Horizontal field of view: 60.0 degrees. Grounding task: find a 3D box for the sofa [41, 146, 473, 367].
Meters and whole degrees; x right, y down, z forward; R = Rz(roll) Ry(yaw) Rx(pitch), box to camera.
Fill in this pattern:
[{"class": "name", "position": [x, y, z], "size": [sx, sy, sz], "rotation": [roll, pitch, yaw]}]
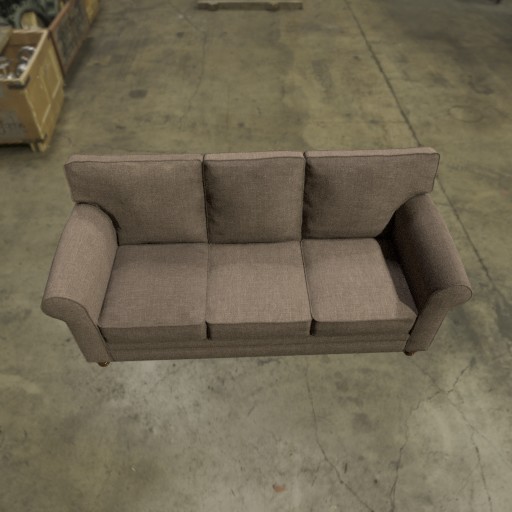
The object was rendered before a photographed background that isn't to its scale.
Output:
[{"class": "sofa", "position": [0.000, 0.000, 2.502], "size": [2.084, 0.961, 0.916], "rotation": [-2, 46, -2]}]
